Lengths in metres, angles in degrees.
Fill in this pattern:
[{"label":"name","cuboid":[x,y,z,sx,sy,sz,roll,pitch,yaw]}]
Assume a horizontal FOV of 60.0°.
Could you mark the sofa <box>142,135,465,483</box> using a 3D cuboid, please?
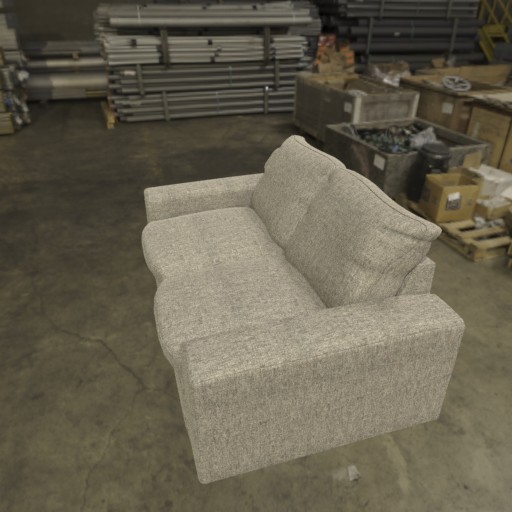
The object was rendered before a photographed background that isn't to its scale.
[{"label":"sofa","cuboid":[0.000,0.000,2.271,1.094,0.877,1.758,-9,31,-15]}]
